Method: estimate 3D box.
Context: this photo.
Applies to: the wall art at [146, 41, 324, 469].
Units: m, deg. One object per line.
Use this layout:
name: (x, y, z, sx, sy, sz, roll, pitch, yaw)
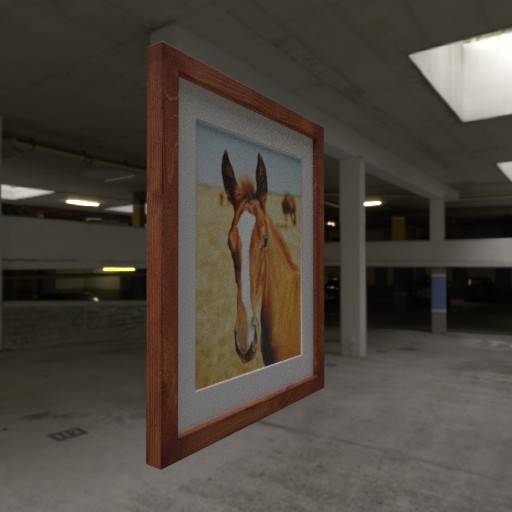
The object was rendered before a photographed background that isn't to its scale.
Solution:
wall art: (0.000, 0.000, 0.771, 0.030, 0.558, 0.462, -1, -1, 36)
